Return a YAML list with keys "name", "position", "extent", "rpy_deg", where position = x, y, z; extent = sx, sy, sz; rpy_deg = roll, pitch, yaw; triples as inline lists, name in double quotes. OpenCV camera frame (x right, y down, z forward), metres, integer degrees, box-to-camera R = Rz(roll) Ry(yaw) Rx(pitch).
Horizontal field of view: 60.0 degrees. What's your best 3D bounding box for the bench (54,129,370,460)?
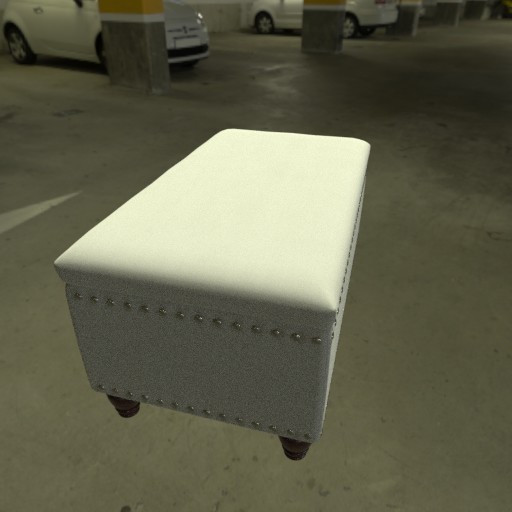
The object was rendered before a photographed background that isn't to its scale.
- name: "bench"
  position: [0.000, 0.000, 1.185]
  extent: [0.500, 0.449, 0.887]
  rpy_deg: [8, 32, 14]
